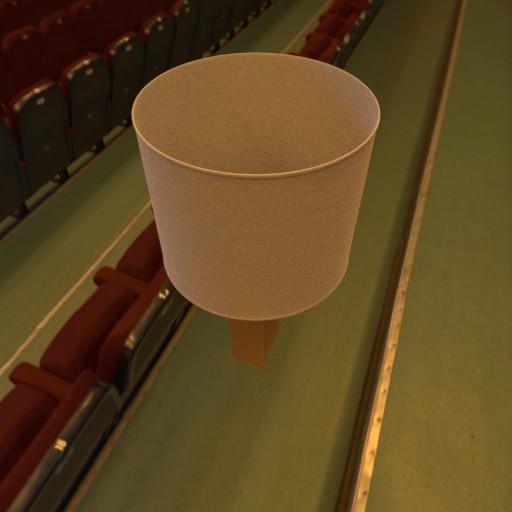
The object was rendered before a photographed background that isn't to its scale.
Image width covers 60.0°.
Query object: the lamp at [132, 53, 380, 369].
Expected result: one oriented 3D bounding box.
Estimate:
[{"bbox_3d":[0.000,0.000,0.566,0.229,0.417,0.229,15,48,14],"label":"lamp"}]
